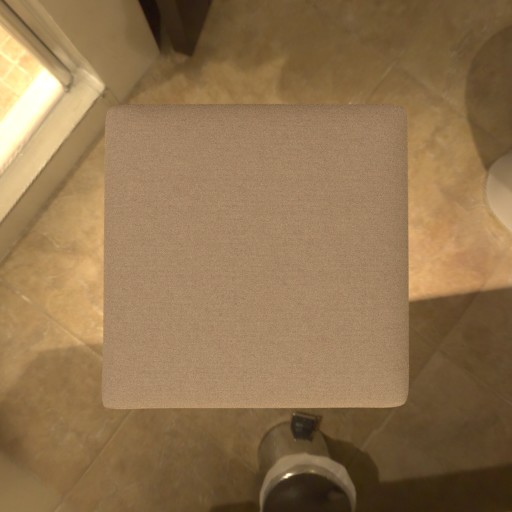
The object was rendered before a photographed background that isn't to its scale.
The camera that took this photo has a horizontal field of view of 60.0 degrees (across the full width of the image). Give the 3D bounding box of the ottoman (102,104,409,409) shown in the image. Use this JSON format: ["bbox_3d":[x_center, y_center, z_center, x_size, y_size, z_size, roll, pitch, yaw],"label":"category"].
[{"bbox_3d":[0.000,0.000,1.592,1.041,0.470,1.041,0,89,0],"label":"ottoman"}]
